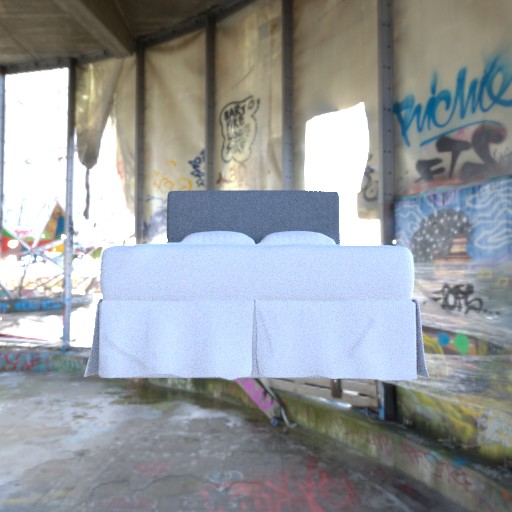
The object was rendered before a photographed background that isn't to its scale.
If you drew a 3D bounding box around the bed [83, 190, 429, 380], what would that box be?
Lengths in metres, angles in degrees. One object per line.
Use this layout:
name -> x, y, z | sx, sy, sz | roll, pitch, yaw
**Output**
bed -> 0.000, 0.000, 3.236 | 1.723, 1.330, 2.142 | 0, -2, 0
